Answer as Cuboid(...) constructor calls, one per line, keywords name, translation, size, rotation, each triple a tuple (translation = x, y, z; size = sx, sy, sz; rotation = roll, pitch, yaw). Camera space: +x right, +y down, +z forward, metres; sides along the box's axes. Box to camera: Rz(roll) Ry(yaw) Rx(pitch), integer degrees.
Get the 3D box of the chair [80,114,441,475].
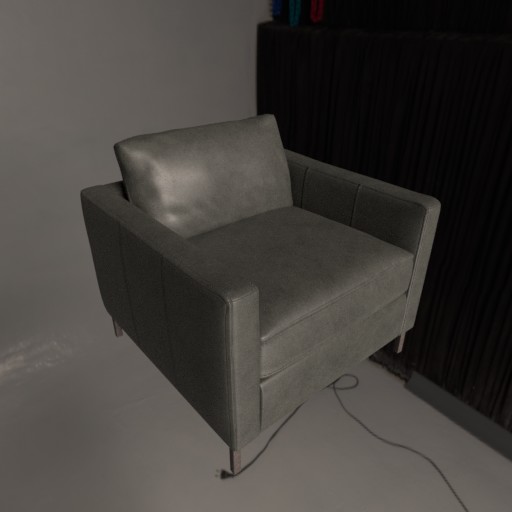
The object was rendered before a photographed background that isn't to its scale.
Cuboid(name="chair", translation=(0.000, 0.000, 1.519), size=(0.967, 0.824, 0.861), rotation=(-22, 37, -34))
